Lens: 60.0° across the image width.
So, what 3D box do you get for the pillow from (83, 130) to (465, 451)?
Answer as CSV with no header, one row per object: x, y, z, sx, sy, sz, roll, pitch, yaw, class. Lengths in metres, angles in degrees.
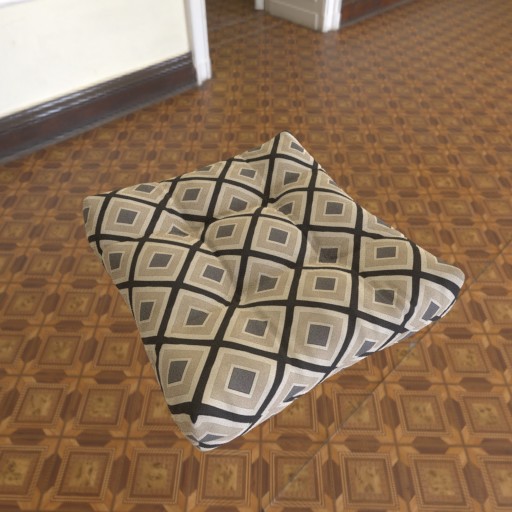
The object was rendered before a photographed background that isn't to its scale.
0.000,0.000,0.750,0.468,0.128,0.490,-23,50,-21,pillow
